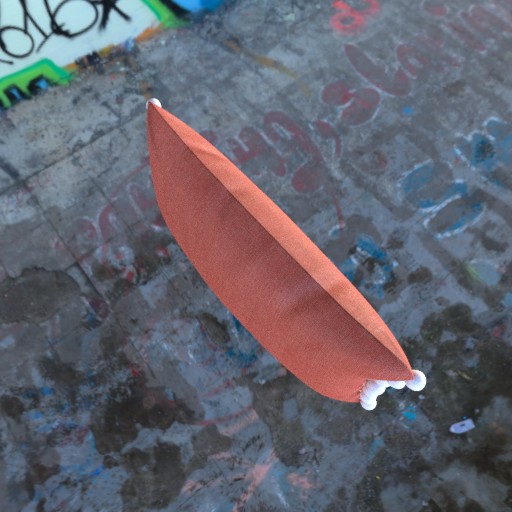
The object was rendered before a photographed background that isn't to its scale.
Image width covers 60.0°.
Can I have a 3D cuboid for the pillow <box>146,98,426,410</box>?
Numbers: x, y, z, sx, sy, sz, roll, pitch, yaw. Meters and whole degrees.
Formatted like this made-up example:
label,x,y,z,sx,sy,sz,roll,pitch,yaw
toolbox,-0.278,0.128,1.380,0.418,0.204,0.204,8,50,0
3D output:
label,x,y,z,sx,sy,sz,roll,pitch,yaw
pillow,0.000,0.000,0.848,0.201,0.322,0.709,-36,69,-16
